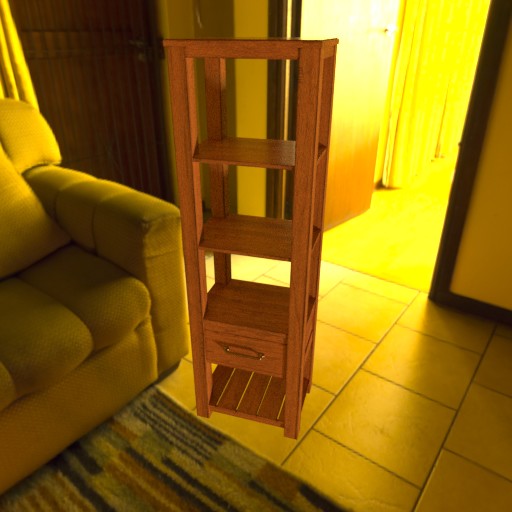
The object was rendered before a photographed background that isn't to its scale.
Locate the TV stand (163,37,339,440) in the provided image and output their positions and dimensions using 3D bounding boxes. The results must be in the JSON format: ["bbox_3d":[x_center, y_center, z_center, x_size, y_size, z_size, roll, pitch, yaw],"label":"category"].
[{"bbox_3d":[0.000,0.000,2.072,0.565,1.828,0.435,8,28,15],"label":"TV stand"}]
